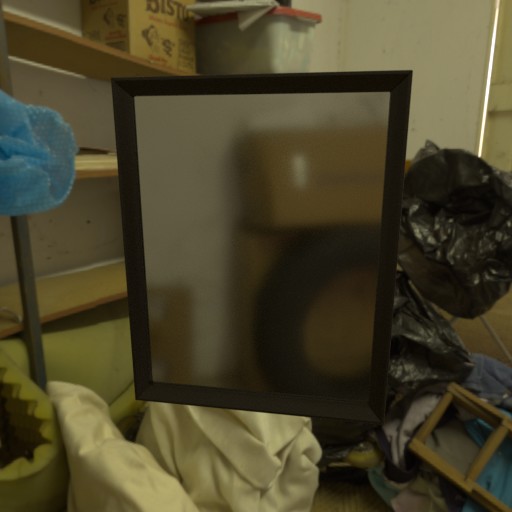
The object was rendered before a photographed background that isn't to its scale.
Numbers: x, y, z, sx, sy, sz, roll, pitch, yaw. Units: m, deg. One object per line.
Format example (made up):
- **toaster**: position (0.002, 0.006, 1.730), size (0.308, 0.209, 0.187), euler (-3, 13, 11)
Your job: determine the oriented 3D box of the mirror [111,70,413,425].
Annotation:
- **mirror**: position (0.000, 0.000, 0.670), size (0.406, 0.509, 0.041), euler (2, 15, 9)
